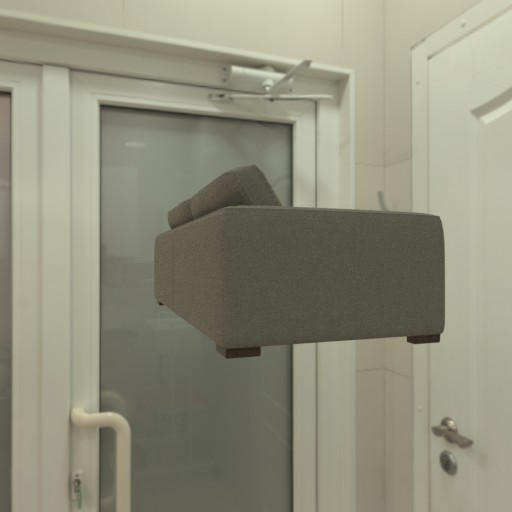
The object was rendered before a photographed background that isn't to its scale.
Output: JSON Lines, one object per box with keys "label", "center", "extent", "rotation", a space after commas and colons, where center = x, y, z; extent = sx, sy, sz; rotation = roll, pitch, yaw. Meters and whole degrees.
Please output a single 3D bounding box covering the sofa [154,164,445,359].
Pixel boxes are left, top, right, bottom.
{"label": "sofa", "center": [0.000, 0.000, 2.872], "extent": [1.070, 0.801, 2.262], "rotation": [0, 0, -19]}
